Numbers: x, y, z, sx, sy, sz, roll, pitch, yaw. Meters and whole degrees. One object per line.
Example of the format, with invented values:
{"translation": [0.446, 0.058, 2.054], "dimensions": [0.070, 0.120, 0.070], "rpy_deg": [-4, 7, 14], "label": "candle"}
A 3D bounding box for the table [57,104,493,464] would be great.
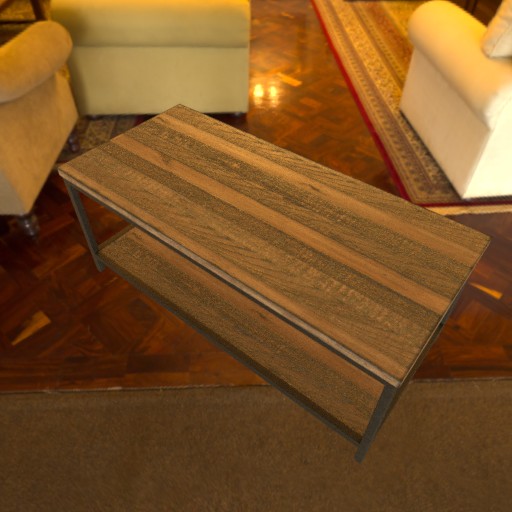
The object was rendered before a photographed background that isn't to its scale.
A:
{"translation": [0.000, 0.000, 1.223], "dimensions": [0.990, 0.399, 0.452], "rpy_deg": [30, 53, 26], "label": "table"}
